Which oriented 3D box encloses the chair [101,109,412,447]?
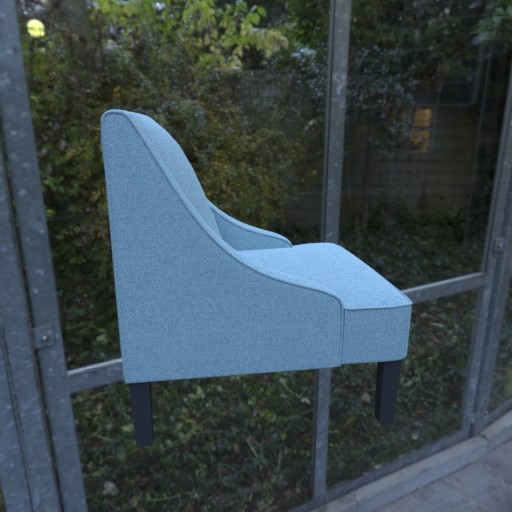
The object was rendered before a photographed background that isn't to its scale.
[{"bbox_3d":[0.000,0.000,1.859,1.025,1.133,0.857,-2,16,-8],"label":"chair"}]
